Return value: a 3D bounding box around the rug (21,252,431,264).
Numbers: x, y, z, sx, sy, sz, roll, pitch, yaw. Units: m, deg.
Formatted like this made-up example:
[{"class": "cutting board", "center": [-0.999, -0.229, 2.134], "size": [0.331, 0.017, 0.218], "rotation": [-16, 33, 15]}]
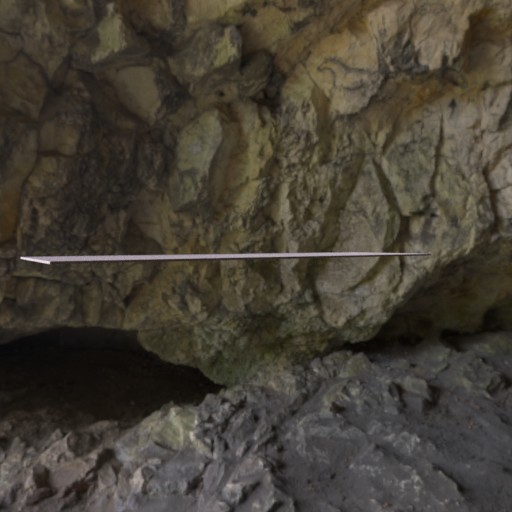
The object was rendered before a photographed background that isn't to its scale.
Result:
[{"class": "rug", "center": [0.000, 0.000, 2.694], "size": [2.452, 0.012, 0.775], "rotation": [-1, 2, -35]}]
